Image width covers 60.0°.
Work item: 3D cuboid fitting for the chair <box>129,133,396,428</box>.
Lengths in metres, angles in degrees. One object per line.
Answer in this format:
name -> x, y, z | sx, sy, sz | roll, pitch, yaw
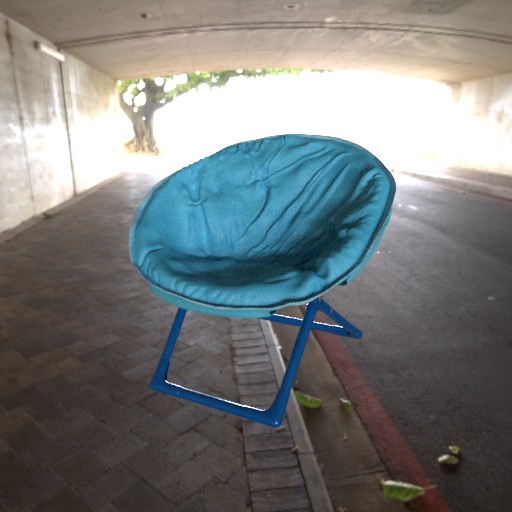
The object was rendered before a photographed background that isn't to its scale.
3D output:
chair -> 0.000, 0.000, 0.898 | 0.520, 0.478, 0.465 | 8, 17, 25
